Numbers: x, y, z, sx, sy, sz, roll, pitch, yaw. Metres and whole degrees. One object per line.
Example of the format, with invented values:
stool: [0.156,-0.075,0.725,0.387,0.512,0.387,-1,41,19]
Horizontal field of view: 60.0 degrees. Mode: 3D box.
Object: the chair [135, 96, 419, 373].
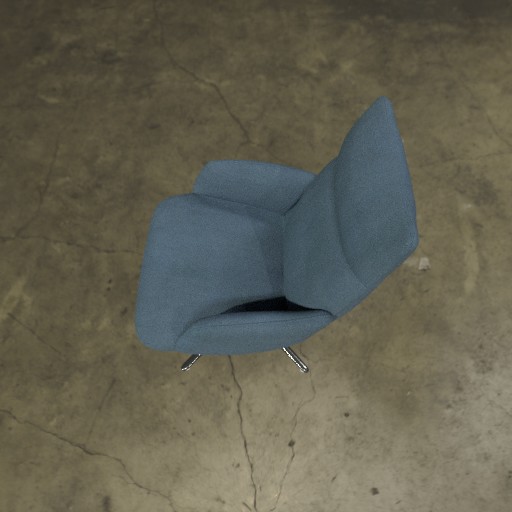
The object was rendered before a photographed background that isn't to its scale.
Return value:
chair: [0.000,0.000,1.620,0.889,1.016,0.711,1,59,0]
